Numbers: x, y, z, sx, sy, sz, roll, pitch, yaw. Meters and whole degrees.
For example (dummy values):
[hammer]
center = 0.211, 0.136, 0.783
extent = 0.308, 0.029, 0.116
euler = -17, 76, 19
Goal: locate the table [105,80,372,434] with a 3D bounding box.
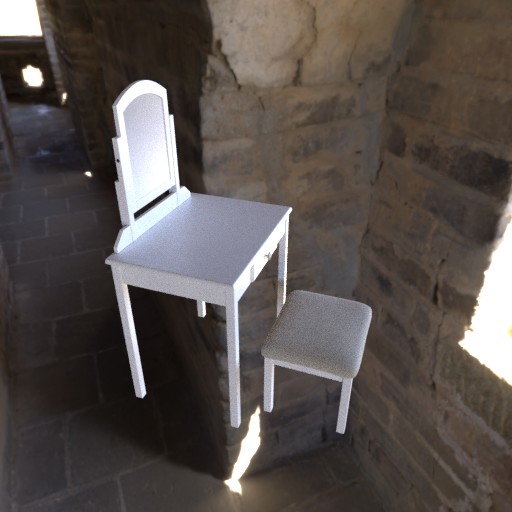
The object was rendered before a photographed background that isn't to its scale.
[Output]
[table]
center = 0.000, 0.000, 2.274
extent = 1.211, 1.631, 0.876
euler = 10, 32, 17
